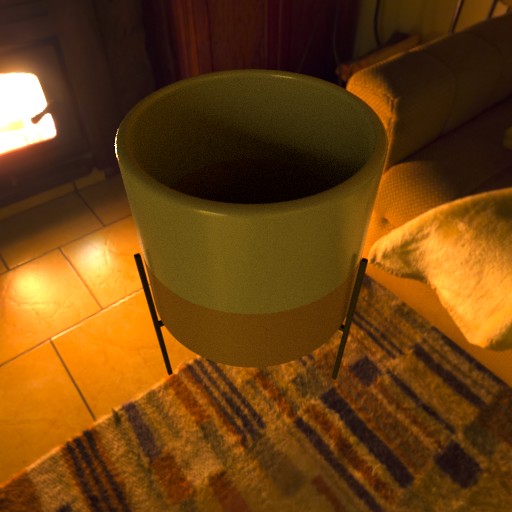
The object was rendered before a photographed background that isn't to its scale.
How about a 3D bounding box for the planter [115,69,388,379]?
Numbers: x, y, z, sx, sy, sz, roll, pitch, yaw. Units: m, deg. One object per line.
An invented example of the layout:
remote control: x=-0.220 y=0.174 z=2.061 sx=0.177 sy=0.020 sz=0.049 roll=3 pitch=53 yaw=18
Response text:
planter: x=0.000 y=0.000 z=0.738 sx=0.360 sy=0.480 sz=0.348 roll=24 pitch=51 yaw=21
